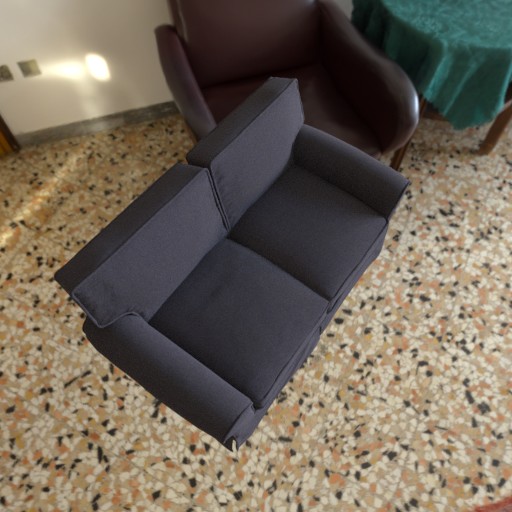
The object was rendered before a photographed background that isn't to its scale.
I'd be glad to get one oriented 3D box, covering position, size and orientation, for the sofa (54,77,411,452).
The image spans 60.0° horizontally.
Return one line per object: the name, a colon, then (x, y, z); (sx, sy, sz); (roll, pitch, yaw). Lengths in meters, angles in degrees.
sofa: (0.000, 0.000, 2.443); (0.997, 1.059, 1.801); (32, 65, 18)
